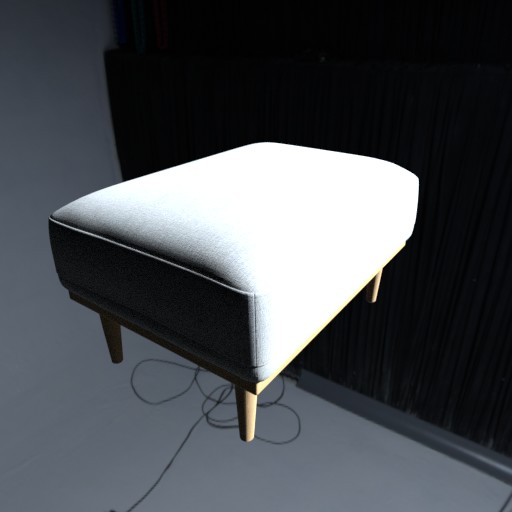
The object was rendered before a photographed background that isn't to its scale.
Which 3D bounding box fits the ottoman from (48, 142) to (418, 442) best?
[{"bbox_3d":[0.000,0.000,1.083,0.549,0.428,0.749,18,31,31],"label":"ottoman"}]
